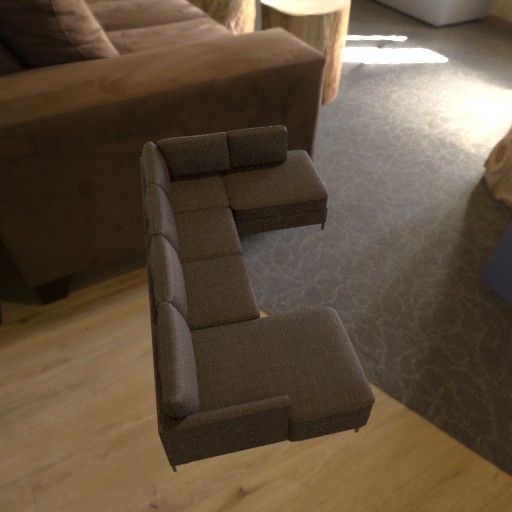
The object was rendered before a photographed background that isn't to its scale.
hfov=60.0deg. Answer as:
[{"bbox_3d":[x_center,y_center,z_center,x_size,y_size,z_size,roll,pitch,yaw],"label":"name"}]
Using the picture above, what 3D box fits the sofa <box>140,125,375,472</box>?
[{"bbox_3d":[0.000,0.000,4.353,2.048,0.999,3.423,-9,46,-9],"label":"sofa"}]
